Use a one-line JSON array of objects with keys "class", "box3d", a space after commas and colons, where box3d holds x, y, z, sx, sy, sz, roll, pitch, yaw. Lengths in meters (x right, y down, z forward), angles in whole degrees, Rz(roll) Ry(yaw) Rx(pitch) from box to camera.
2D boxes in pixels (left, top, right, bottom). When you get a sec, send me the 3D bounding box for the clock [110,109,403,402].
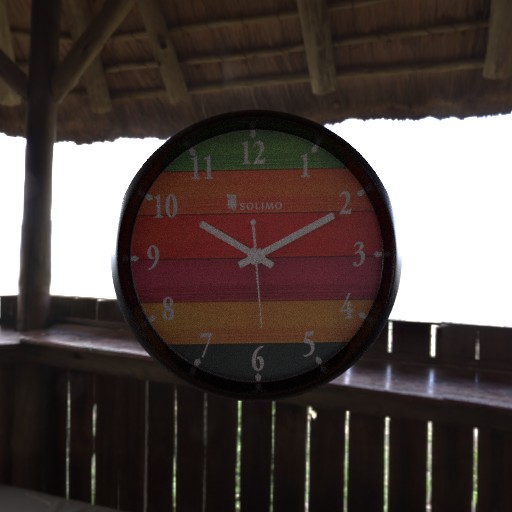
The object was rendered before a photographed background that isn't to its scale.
[{"class": "clock", "box3d": [0.000, 0.000, 0.447, 0.300, 0.300, 0.060, 0, 0, 1]}]
